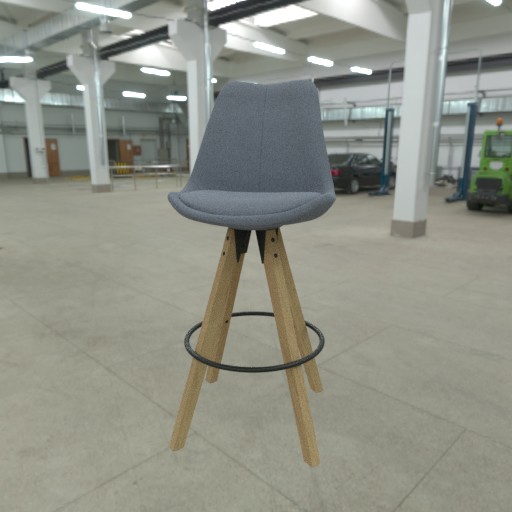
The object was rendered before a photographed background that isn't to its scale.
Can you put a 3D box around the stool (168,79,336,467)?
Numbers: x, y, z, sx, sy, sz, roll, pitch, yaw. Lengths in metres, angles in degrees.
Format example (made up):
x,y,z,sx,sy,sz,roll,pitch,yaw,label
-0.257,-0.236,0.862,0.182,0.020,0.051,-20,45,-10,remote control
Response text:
x,y,z,sx,sy,sz,roll,pitch,yaw,label
0.000,0.000,1.408,0.485,1.115,0.550,2,14,9,stool
